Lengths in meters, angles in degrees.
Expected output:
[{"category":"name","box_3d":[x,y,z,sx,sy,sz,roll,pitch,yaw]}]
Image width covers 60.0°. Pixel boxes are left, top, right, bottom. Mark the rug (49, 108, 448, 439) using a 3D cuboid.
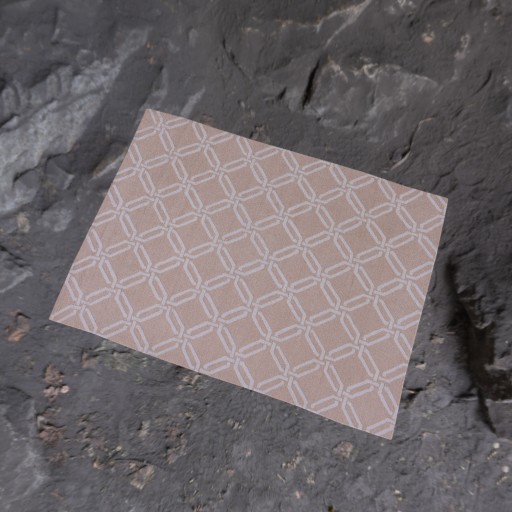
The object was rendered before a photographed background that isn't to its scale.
[{"category":"rug","box_3d":[0.000,0.000,4.370,3.365,0.020,2.452,18,75,5]}]
